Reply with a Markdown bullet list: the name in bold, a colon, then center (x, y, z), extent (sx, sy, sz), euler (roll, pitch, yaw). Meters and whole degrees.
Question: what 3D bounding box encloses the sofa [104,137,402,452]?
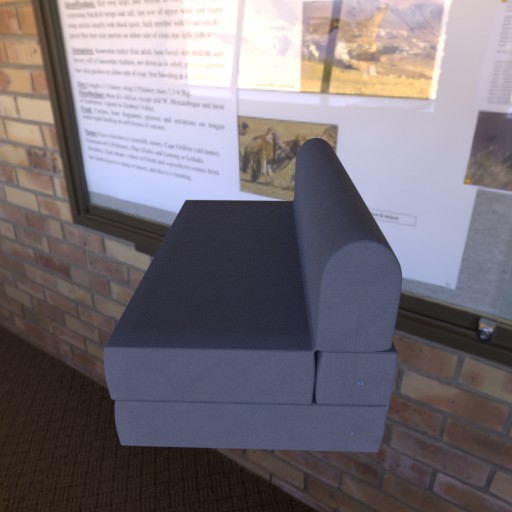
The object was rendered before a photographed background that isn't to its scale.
- **sofa**: center (0.000, 0.000, 1.671), extent (0.762, 0.660, 1.219), euler (1, 26, 2)
